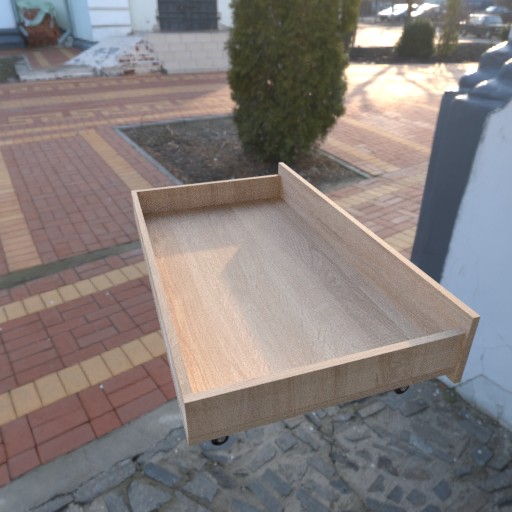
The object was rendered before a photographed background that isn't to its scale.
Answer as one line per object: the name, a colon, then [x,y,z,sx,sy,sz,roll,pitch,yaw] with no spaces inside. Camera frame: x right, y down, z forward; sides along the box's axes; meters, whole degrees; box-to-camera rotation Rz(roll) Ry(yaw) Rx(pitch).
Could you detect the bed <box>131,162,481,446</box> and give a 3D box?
bed: [0.000,0.000,1.448,0.685,0.209,1.200,-9,30,-16]
